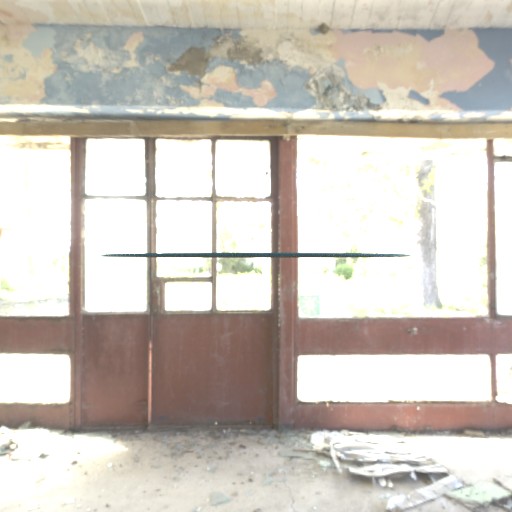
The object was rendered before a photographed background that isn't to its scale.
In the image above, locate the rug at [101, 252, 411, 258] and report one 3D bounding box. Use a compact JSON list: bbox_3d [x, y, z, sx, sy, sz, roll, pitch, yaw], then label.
[{"bbox_3d":[0.000,0.000,2.407,1.593,0.012,1.593,0,0,0],"label":"rug"}]
